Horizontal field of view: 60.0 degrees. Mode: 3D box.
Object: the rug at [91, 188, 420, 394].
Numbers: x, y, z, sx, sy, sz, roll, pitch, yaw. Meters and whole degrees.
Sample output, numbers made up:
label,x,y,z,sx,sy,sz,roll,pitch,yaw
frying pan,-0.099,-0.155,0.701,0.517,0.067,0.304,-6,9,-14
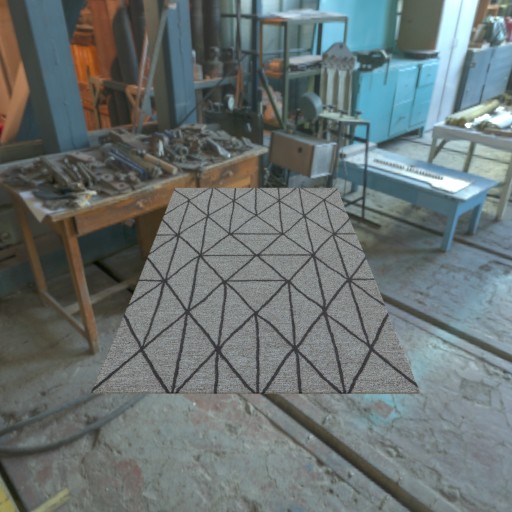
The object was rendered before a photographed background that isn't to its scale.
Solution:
label,x,y,z,sx,sy,sz,roll,pitch,yaw
rug,0.000,0.000,3.107,1.526,0.008,2.465,0,31,0
